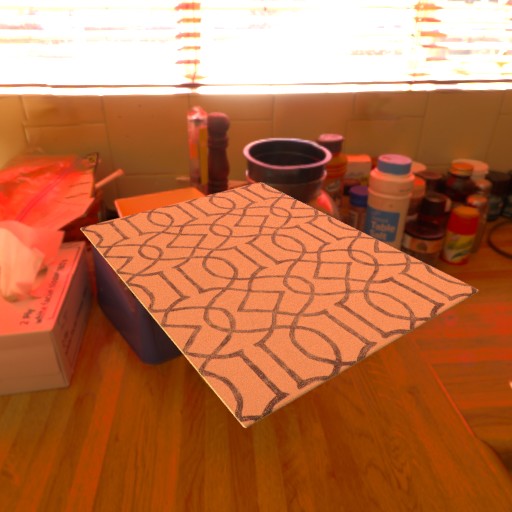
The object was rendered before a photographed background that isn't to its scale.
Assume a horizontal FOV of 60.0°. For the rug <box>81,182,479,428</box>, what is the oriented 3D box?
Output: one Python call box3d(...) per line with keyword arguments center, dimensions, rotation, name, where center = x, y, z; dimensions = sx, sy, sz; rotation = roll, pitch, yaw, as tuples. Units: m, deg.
box3d(center=(0.000, 0.000, 3.923), dimensions=(2.211, 0.021, 2.910), rotation=(-20, 35, -30), name="rug")
